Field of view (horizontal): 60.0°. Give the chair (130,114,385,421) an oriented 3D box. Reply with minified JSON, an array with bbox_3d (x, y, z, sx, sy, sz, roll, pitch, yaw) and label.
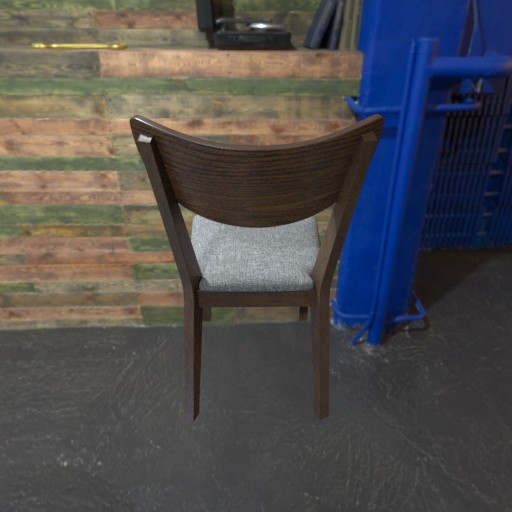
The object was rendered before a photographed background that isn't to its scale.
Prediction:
[{"bbox_3d":[0.000,0.000,1.231,0.491,0.849,0.583,0,29,-1],"label":"chair"}]
